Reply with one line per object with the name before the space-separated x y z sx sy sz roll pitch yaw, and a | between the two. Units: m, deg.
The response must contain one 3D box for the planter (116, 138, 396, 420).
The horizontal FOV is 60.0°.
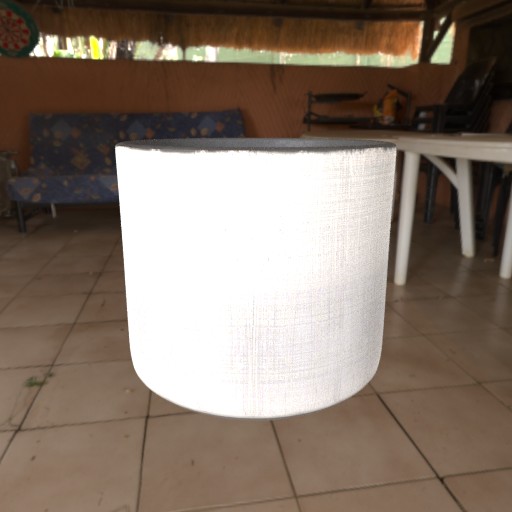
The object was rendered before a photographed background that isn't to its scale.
planter | 0.000 0.000 0.440 0.254 0.221 0.254 0 16 0
